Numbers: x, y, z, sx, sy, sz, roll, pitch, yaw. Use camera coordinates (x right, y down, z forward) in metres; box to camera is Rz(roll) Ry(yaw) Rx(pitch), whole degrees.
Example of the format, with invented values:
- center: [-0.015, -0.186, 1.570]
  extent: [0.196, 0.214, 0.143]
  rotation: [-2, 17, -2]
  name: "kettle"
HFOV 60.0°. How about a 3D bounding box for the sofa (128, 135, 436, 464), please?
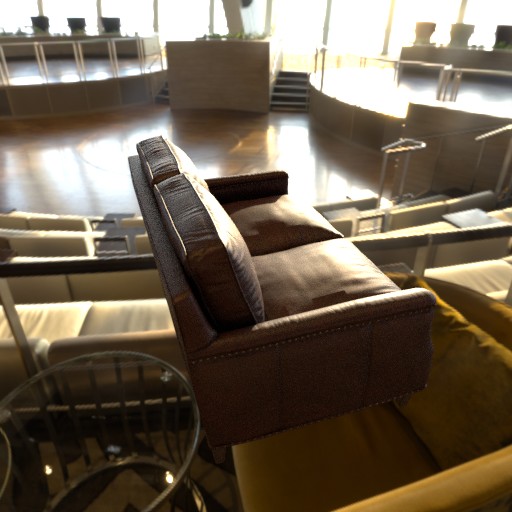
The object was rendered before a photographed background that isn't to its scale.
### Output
- center: [0.000, 0.000, 2.285]
  extent: [1.083, 1.003, 1.628]
  rotation: [-10, 32, -16]
  name: "sofa"
